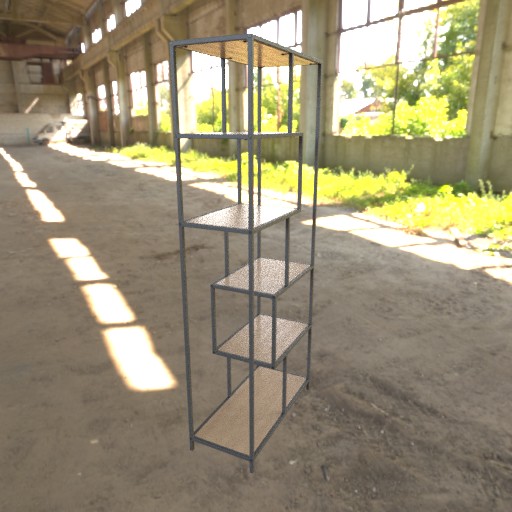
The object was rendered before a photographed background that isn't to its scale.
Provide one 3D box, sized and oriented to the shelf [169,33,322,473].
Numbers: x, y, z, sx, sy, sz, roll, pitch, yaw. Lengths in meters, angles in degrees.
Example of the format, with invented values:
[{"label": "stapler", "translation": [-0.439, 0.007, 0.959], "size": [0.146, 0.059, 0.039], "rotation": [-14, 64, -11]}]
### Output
[{"label": "shelf", "translation": [0.000, 0.000, 2.192], "size": [0.350, 1.850, 0.770], "rotation": [8, 18, 25]}]
